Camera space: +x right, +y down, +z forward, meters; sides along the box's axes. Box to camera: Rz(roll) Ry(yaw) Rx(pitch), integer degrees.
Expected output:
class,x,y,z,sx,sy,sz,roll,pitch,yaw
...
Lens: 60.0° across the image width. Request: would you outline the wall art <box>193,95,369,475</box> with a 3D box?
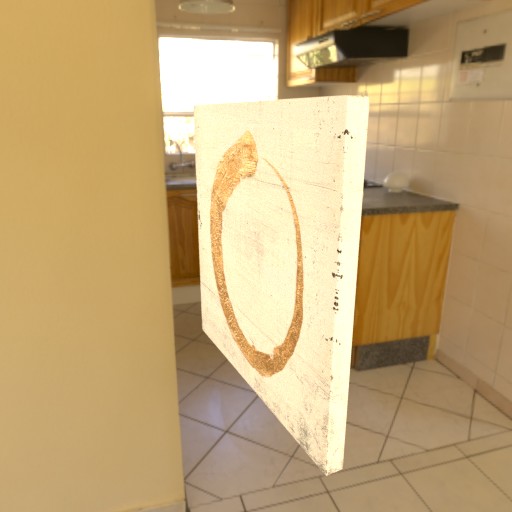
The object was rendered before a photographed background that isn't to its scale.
class,x,y,z,sx,sy,sz,roll,pitch,yaw
wall art,0.000,0.000,0.928,0.040,0.611,0.610,-9,20,-25
